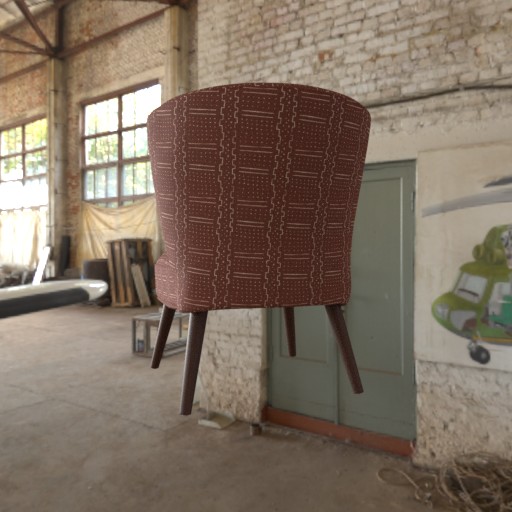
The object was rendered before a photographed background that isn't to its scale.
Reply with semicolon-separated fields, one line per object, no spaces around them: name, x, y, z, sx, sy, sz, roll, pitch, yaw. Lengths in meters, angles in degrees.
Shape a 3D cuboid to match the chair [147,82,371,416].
chair;0.000;0.000;1.448;0.706;0.866;0.758;0;0;-20
